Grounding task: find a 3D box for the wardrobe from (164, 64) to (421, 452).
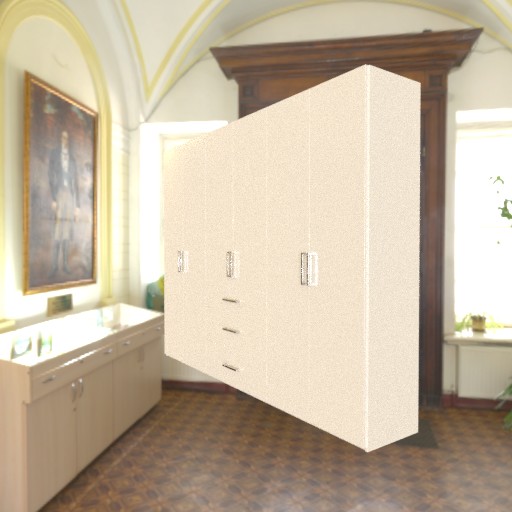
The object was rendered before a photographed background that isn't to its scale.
[{"bbox_3d":[0.000,0.000,4.049,0.580,2.360,3.000,-1,1,-35],"label":"wardrobe"}]
